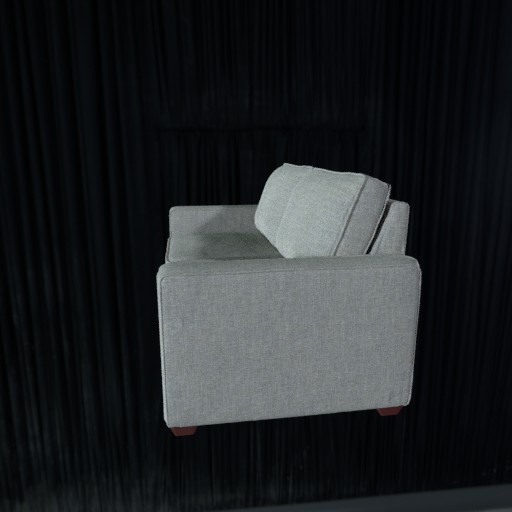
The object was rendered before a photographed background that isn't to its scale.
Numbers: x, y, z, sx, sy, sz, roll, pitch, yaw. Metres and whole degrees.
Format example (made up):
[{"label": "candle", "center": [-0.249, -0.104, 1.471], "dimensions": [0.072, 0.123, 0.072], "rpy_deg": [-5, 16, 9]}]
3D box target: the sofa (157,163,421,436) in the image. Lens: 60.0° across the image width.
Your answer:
[{"label": "sofa", "center": [0.000, 0.000, 2.323], "dimensions": [0.945, 0.915, 1.706], "rpy_deg": [-2, 14, -9]}]
